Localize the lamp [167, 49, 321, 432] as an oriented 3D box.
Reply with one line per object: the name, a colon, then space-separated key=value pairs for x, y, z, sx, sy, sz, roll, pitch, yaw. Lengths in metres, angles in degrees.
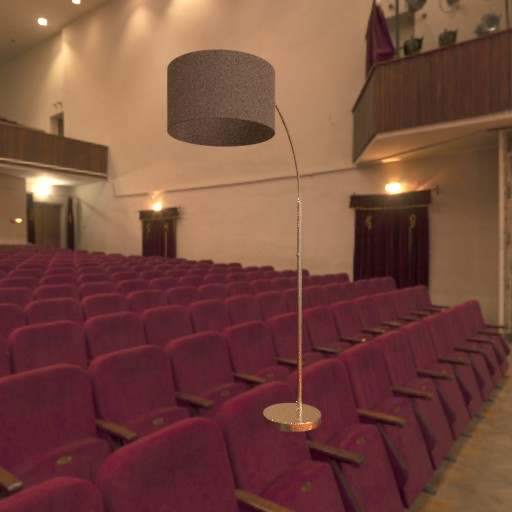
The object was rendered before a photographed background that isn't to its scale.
lamp: x=0.000 y=0.000 z=2.075 sx=0.452 sy=1.735 sz=0.934 roll=0 pitch=1 yaw=37
